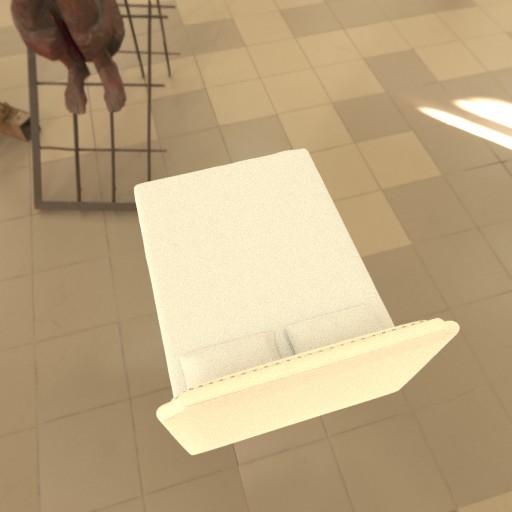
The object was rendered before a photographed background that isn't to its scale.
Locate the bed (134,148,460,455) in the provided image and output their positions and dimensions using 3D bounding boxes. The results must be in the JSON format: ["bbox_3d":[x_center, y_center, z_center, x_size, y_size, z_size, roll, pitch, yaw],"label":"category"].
[{"bbox_3d":[0.000,0.000,3.444,1.712,1.497,2.372,-14,59,-9],"label":"bed"}]
